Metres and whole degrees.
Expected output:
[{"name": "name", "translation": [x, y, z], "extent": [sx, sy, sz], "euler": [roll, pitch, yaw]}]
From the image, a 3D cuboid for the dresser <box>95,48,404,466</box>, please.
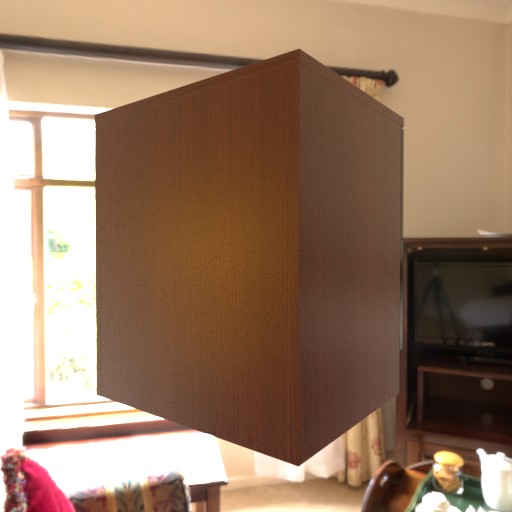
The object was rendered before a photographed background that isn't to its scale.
[{"name": "dresser", "translation": [0.000, 0.000, 0.760], "extent": [0.400, 0.470, 0.360], "euler": [1, 1, 38]}]
